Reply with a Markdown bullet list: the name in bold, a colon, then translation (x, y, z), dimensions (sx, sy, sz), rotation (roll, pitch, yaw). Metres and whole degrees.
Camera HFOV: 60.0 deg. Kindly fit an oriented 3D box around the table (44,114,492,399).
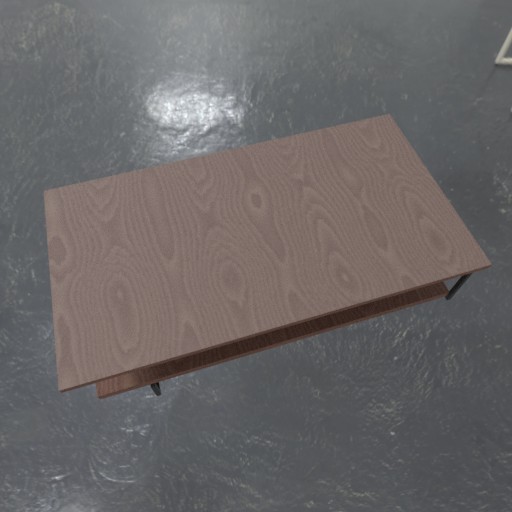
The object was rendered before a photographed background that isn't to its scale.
- **table**: translation (0.000, 0.000, 1.470), dimensions (1.197, 0.347, 0.651), rotation (-15, 60, -9)
